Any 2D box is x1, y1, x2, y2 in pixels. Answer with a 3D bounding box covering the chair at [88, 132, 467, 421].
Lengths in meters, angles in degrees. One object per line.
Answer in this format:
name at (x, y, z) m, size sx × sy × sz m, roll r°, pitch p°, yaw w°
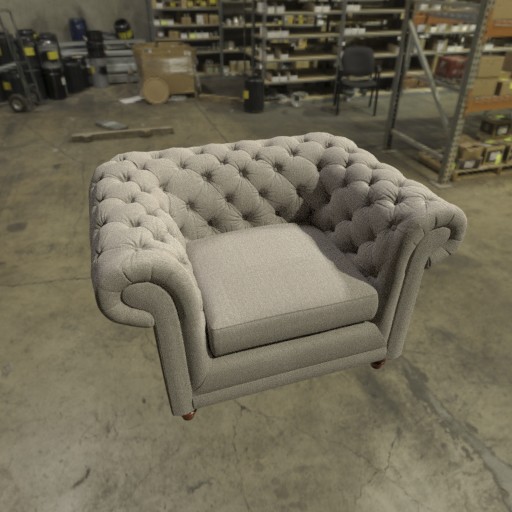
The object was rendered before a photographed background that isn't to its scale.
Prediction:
chair at (0.000, 0.000, 1.903) m, size 1.270 × 0.770 × 0.976 m, roll -10°, pitch 34°, yaw -15°
